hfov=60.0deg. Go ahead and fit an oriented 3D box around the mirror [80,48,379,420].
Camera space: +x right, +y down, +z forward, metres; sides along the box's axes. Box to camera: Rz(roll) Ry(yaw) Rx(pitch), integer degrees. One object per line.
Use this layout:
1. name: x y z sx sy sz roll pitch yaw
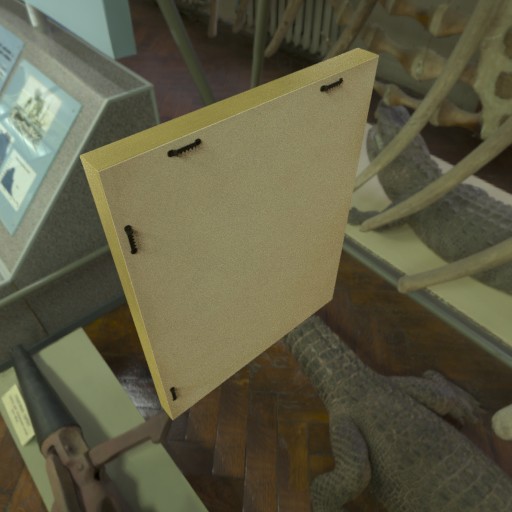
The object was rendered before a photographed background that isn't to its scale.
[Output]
1. mirror: 0.000 0.000 0.680 0.405 0.508 0.041 -32 53 -28
